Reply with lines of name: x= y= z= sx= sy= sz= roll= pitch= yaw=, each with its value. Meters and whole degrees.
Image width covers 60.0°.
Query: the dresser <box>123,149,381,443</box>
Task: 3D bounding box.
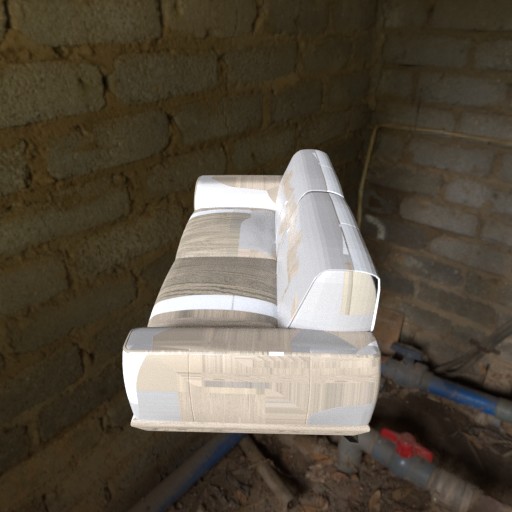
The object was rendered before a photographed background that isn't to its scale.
dresser: x=0.000 y=0.000 z=5.790 sx=2.251 sy=1.863 sz=4.679 roll=1 pitch=28 yaw=1
